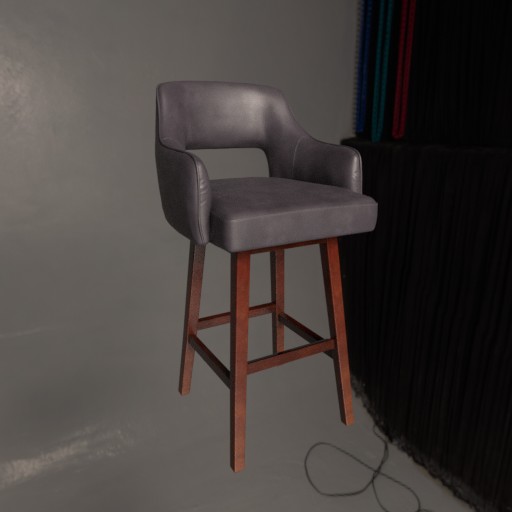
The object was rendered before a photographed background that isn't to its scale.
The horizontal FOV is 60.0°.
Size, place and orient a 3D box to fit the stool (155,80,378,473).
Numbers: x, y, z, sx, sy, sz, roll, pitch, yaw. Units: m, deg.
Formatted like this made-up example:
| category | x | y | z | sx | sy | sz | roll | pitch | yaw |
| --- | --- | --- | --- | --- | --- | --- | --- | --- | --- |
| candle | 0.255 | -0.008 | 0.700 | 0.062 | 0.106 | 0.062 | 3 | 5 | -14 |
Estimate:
| category | x | y | z | sx | sy | sz | roll | pitch | yaw |
| --- | --- | --- | --- | --- | --- | --- | --- | --- | --- |
| stool | 0.000 | 0.000 | 1.365 | 0.550 | 1.041 | 0.560 | -9 | 19 | -28 |
